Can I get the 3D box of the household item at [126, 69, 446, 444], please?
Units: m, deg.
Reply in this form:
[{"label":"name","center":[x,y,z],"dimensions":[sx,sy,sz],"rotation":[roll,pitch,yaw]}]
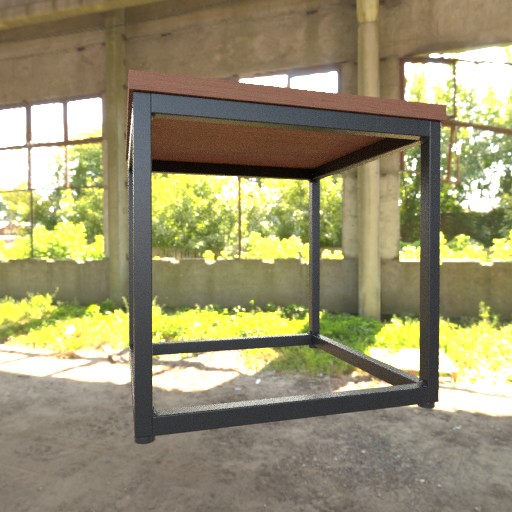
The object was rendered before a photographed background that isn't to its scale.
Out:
[{"label":"household item","center":[0.000,0.000,0.718],"dimensions":[0.400,0.400,0.400],"rotation":[0,1,-17]}]
